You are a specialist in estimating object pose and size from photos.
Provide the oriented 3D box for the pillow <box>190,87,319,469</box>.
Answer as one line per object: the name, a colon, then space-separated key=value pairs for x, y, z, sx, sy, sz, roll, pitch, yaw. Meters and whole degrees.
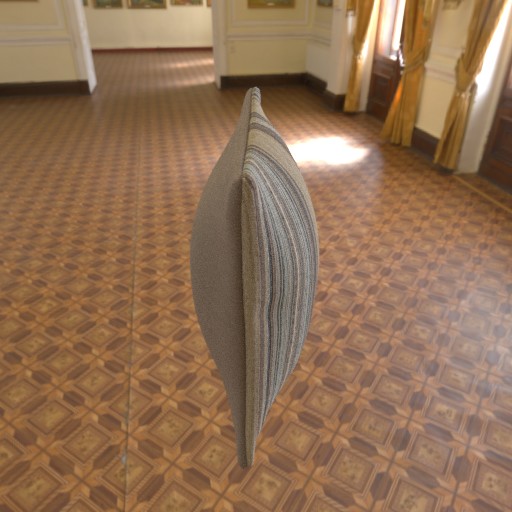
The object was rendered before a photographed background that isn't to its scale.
pillow: x=0.000 y=0.000 z=0.676 sx=0.189 sy=0.416 sz=0.435 roll=0 pitch=31 yaw=1
